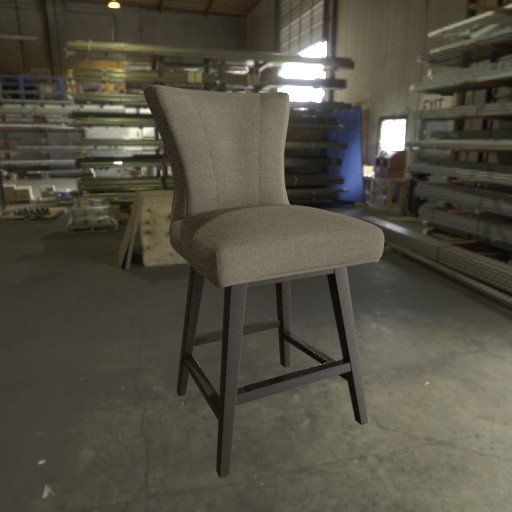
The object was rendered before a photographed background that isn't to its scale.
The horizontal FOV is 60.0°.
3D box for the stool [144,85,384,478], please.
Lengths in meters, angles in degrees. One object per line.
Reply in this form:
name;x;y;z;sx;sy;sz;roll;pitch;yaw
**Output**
stool;0.000;0.000;1.354;0.514;1.000;0.574;-8;17;-27
